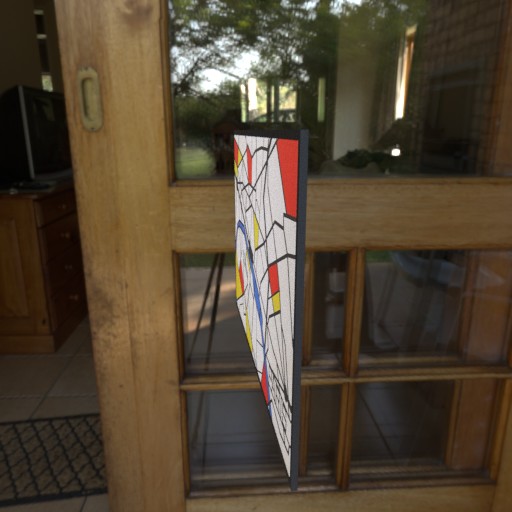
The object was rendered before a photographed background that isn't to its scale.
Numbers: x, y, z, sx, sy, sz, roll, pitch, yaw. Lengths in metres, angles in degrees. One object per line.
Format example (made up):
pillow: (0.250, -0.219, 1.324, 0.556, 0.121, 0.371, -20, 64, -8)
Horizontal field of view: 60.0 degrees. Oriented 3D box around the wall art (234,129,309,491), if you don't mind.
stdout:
wall art: (0.000, 0.000, 1.216, 0.013, 0.665, 0.963, -2, 16, -8)
